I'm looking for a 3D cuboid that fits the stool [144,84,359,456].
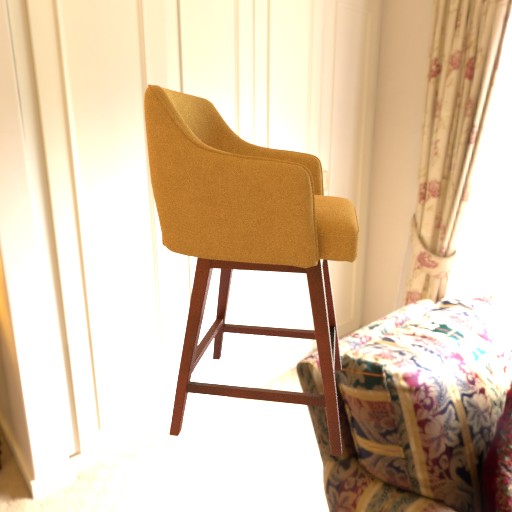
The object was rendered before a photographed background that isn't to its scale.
[{"bbox_3d":[0.000,0.000,1.289,0.558,0.924,0.548,3,15,10],"label":"stool"}]
